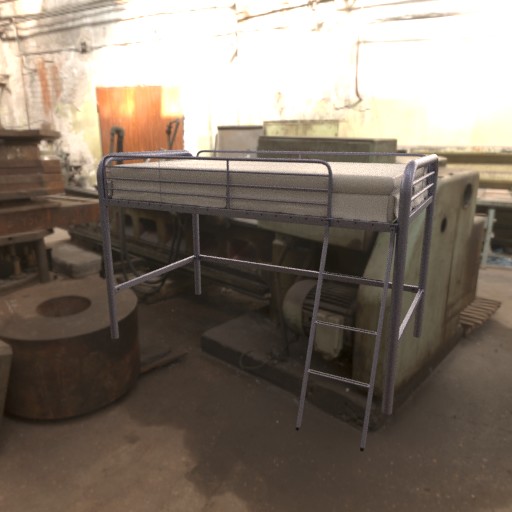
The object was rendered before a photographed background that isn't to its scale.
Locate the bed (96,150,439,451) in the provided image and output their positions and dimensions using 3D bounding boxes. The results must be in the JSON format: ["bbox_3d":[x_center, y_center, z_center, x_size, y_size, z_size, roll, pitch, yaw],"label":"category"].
[{"bbox_3d":[0.000,0.000,2.881,1.965,1.288,1.415,8,17,27],"label":"bed"}]
